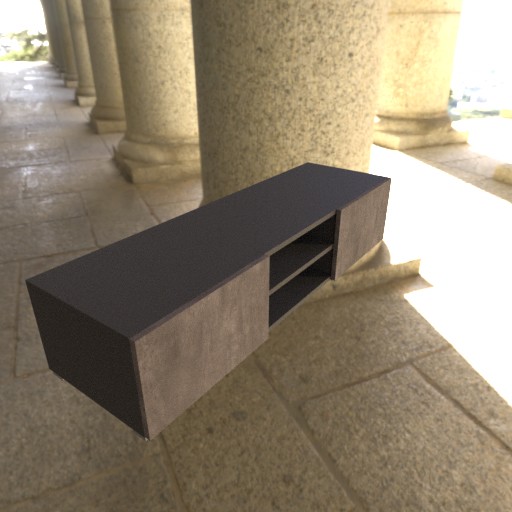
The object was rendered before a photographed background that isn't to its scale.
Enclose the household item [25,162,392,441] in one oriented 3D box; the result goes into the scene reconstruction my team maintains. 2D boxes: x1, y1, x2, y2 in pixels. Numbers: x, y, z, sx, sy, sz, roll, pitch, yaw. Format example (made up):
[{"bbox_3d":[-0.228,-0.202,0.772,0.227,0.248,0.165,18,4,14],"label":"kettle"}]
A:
[{"bbox_3d":[0.000,0.000,1.582,0.420,0.310,1.400,19,32,32],"label":"household item"}]
